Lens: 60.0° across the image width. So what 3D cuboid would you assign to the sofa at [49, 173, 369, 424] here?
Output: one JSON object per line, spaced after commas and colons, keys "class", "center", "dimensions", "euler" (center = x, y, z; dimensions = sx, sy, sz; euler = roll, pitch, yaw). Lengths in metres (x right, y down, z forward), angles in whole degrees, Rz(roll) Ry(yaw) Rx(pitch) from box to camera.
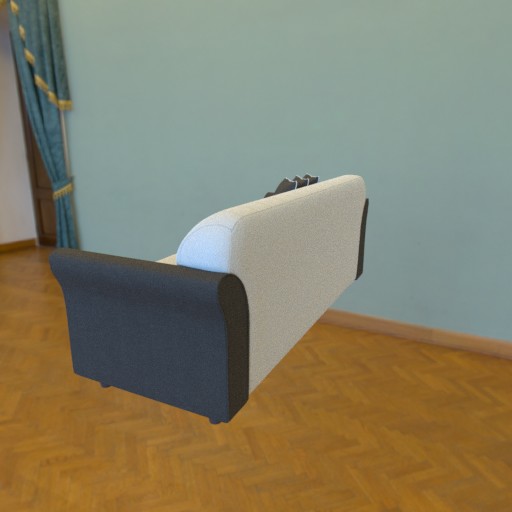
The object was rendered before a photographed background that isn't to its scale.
{"class": "sofa", "center": [0.000, 0.000, 2.421], "dimensions": [0.755, 0.787, 2.001], "euler": [8, 17, 26]}
